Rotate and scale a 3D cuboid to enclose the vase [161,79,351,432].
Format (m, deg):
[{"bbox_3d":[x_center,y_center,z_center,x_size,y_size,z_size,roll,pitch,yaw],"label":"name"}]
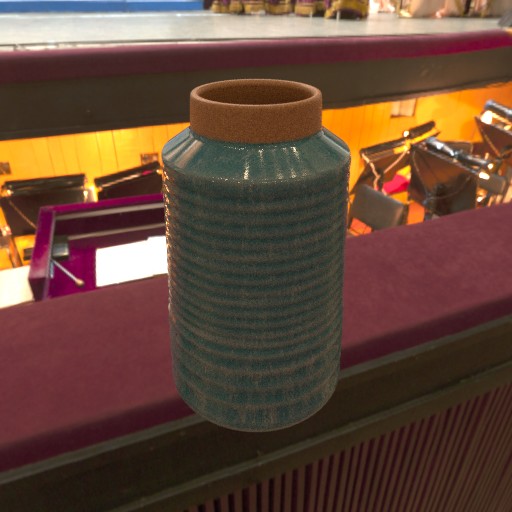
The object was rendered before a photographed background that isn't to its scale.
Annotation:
[{"bbox_3d":[0.000,0.000,0.375,0.163,0.267,0.163,0,32,0],"label":"vase"}]
